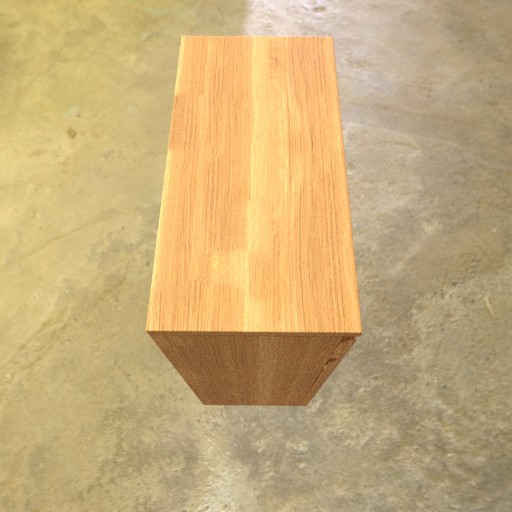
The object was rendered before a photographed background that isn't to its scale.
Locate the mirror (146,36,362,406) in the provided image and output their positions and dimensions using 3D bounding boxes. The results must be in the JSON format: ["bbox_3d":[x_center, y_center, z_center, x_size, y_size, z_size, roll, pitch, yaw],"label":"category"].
[{"bbox_3d":[0.000,0.000,1.440,0.400,1.000,0.800,0,64,0],"label":"mirror"}]
